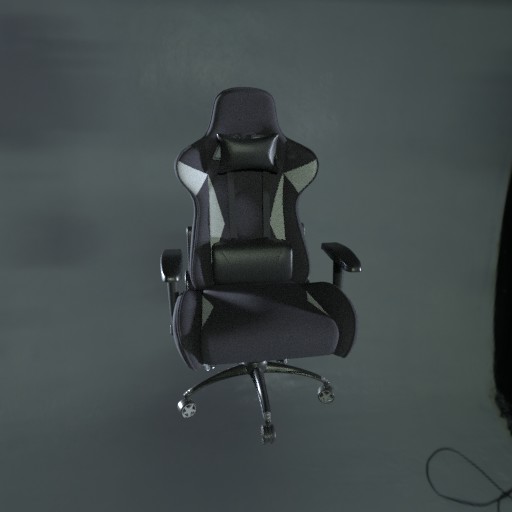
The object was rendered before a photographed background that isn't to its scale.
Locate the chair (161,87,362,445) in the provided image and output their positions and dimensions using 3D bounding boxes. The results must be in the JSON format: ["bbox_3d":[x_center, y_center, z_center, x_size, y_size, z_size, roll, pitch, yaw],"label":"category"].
[{"bbox_3d":[0.000,0.000,1.753,0.730,1.300,0.695,-3,16,-9],"label":"chair"}]
